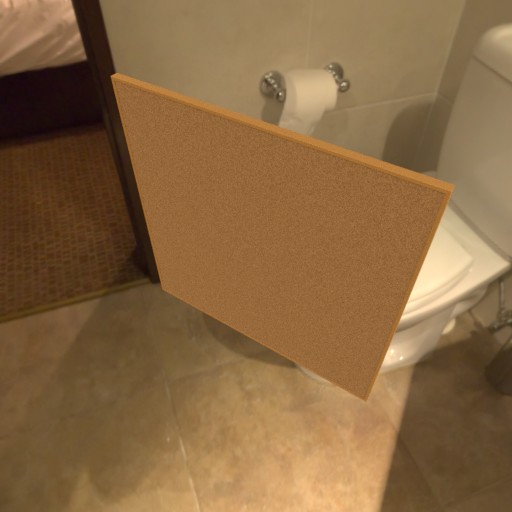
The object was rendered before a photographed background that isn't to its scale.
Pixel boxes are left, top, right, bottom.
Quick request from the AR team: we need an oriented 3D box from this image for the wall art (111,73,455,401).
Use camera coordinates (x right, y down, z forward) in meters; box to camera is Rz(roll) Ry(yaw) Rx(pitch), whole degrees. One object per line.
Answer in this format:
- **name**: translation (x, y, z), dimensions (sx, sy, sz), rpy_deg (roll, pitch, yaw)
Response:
- **wall art**: translation (0.000, 0.000, 0.681), dimensions (0.457, 0.455, 0.013), rpy_deg (25, 52, 22)
